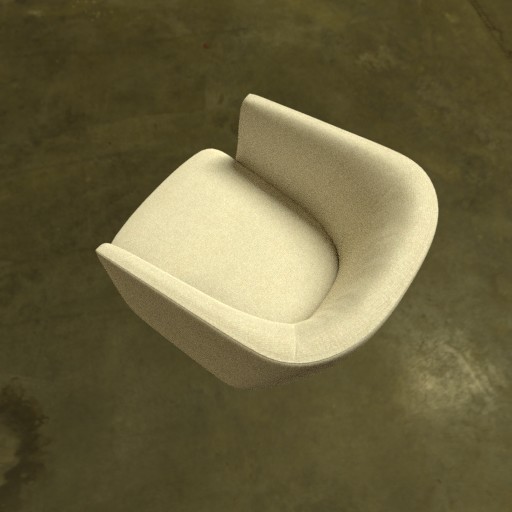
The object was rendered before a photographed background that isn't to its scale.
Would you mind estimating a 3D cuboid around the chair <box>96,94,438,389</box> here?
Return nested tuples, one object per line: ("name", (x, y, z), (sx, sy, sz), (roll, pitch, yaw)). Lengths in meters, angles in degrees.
("chair", (0.000, 0.000, 1.629), (0.986, 0.861, 0.822), (32, 67, 15))
